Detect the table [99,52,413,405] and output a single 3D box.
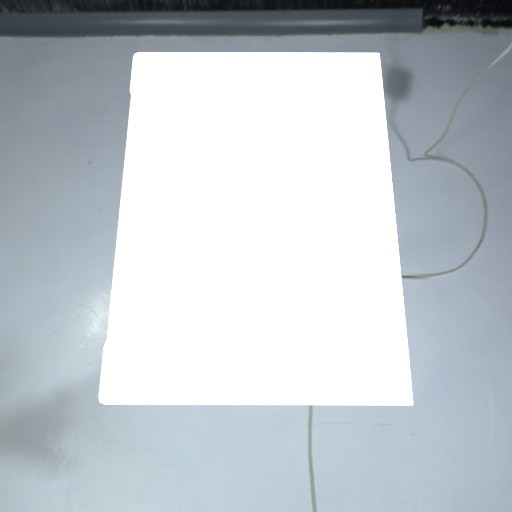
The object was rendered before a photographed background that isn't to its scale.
[{"bbox_3d":[0.000,0.000,0.915,0.420,0.510,0.570,0,73,0],"label":"table"}]
